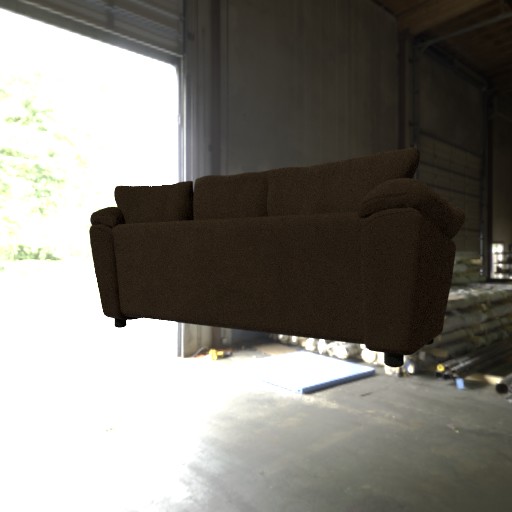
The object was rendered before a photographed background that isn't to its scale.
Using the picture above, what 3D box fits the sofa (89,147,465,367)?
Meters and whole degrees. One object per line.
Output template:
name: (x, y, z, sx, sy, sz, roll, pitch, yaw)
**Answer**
sofa: (0.000, 0.000, 2.828, 2.336, 1.015, 0.878, 0, 0, 34)
